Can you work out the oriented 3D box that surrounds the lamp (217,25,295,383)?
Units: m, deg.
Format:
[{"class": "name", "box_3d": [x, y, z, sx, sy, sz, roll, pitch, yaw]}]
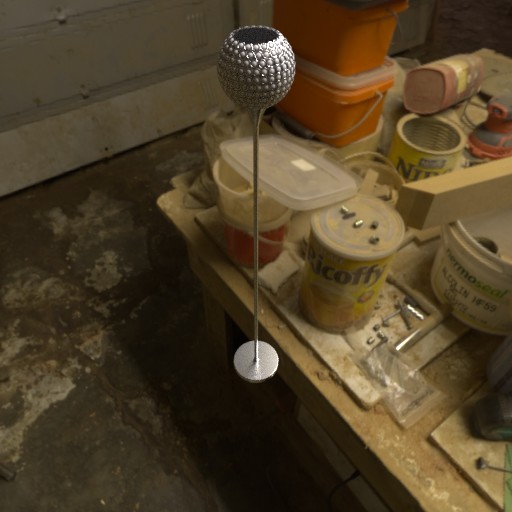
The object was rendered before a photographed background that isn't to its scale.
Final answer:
[{"class": "lamp", "box_3d": [0.000, 0.000, 1.886, 0.254, 1.805, 0.254, 0, 47, 0]}]
